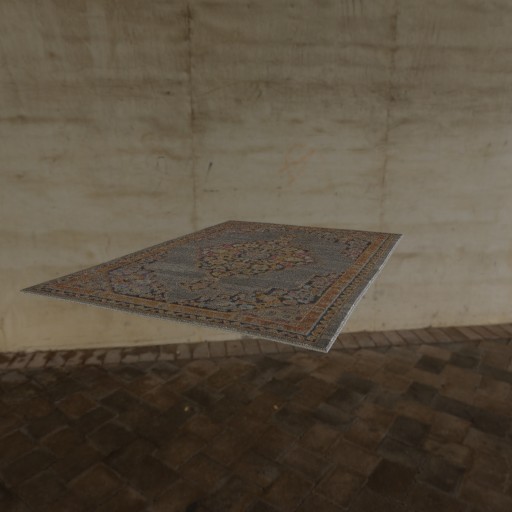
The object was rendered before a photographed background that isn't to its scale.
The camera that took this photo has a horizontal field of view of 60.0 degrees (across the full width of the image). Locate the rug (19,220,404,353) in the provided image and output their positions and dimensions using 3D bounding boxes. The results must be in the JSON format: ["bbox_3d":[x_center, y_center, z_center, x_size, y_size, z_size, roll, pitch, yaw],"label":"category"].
[{"bbox_3d":[0.000,0.000,3.715,2.043,0.026,2.901,7,16,24],"label":"rug"}]
